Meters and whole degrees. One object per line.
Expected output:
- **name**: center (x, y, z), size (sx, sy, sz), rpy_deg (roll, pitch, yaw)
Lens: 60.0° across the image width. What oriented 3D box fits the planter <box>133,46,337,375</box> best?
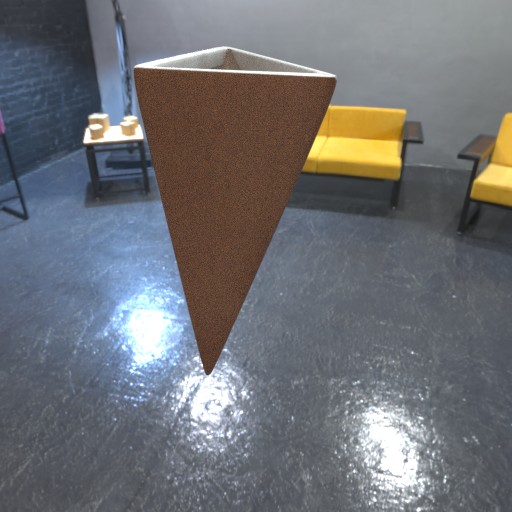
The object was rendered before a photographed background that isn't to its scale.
- **planter**: center (0.000, 0.000, 0.157), size (0.047, 0.130, 0.058), rpy_deg (10, 31, 17)
